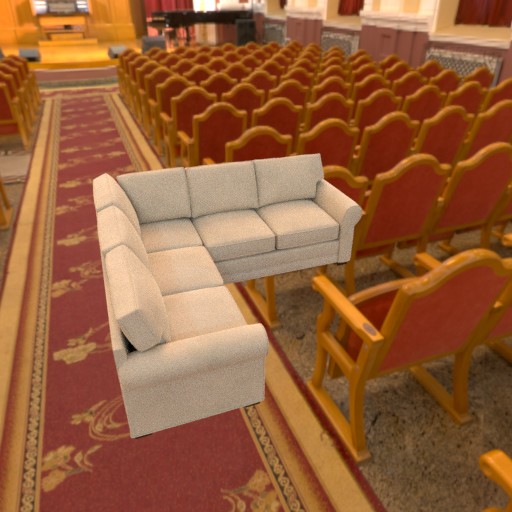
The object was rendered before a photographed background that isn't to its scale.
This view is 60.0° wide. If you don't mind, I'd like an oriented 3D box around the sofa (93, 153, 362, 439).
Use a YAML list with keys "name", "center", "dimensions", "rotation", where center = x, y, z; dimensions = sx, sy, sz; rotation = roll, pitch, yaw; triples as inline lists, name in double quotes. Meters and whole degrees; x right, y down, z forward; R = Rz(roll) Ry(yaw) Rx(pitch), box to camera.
- name: "sofa"
  center: [0.000, 0.000, 3.942]
  dimensions: [2.569, 1.054, 2.487]
  rotation: [-11, 32, -17]
